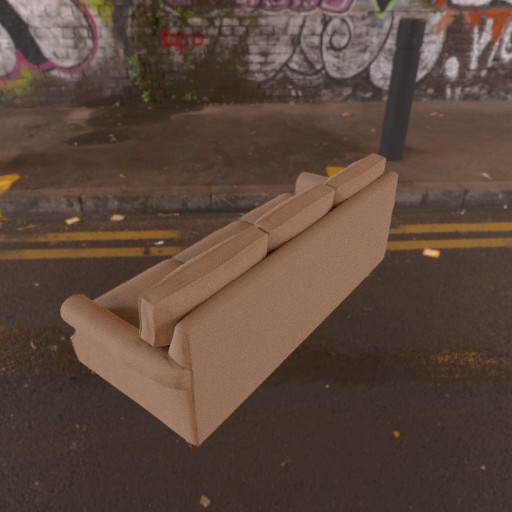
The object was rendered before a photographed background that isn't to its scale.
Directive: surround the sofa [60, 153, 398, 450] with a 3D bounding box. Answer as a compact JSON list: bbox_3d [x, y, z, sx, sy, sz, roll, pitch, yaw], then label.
[{"bbox_3d":[0.000,0.000,2.881,0.966,0.948,2.354,22,38,31],"label":"sofa"}]
